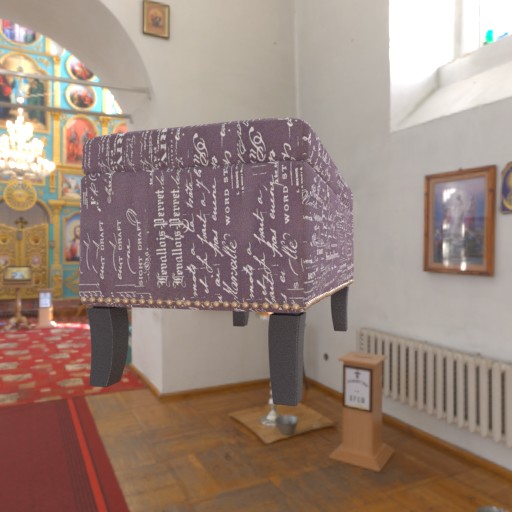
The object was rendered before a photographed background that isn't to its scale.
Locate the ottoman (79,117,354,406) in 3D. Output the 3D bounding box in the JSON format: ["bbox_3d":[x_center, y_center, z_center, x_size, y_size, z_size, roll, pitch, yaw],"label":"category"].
[{"bbox_3d":[0.000,0.000,1.084,0.406,0.457,0.813,0,-1,17],"label":"ottoman"}]
